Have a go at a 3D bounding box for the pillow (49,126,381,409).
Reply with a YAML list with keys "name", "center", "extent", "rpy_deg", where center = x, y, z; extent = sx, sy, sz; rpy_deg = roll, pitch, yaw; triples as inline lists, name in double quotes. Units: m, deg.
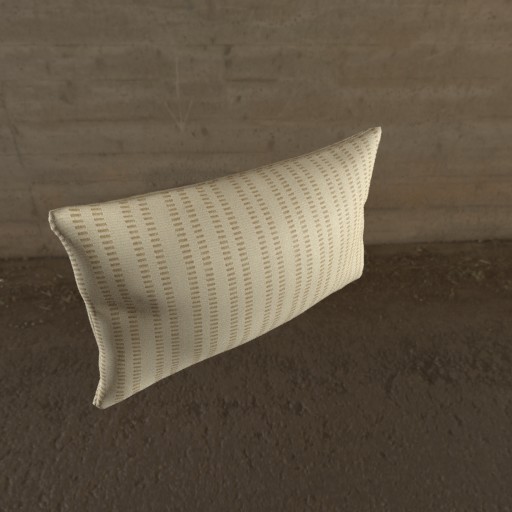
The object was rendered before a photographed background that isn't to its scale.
- name: "pillow"
  center: [0.000, 0.000, 0.786]
  extent: [0.640, 0.353, 0.210]
  rpy_deg: [-22, 37, -32]
